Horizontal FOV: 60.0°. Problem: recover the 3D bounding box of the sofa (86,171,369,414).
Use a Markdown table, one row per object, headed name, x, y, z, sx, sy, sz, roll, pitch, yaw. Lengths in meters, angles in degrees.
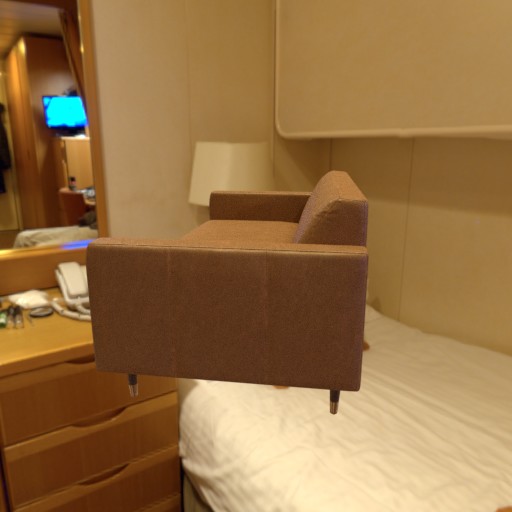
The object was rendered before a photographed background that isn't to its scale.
| name | x | y | z | sx | sy | sz | roll | pitch | yaw |
| --- | --- | --- | --- | --- | --- | --- | --- | --- | --- |
| sofa | 0.000 | 0.000 | 2.372 | 0.993 | 0.821 | 1.847 | 2 | 14 | 8 |
